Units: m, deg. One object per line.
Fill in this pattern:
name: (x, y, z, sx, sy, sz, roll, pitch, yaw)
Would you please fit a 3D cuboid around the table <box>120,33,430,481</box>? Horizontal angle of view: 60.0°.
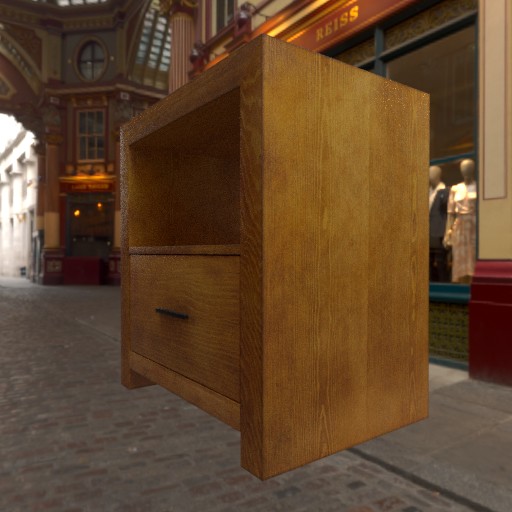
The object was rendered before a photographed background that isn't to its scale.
table: (0.000, 0.000, 0.932, 0.400, 0.605, 0.550, 0, 1, -36)
